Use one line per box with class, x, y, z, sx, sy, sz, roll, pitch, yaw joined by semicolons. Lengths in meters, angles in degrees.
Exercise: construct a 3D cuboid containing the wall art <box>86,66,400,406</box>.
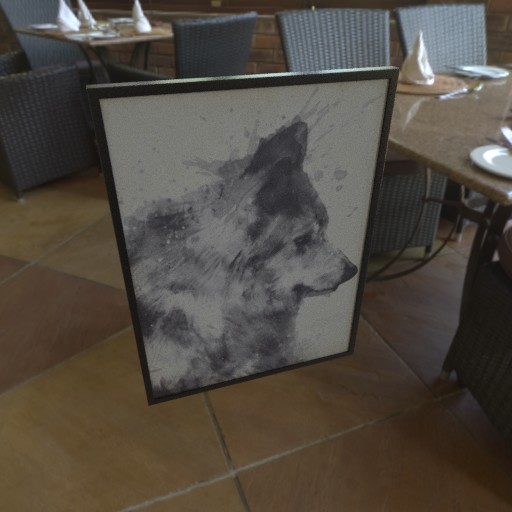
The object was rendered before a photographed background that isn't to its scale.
wall art;0.000;0.000;1.387;0.804;1.061;0.039;-10;34;-15
